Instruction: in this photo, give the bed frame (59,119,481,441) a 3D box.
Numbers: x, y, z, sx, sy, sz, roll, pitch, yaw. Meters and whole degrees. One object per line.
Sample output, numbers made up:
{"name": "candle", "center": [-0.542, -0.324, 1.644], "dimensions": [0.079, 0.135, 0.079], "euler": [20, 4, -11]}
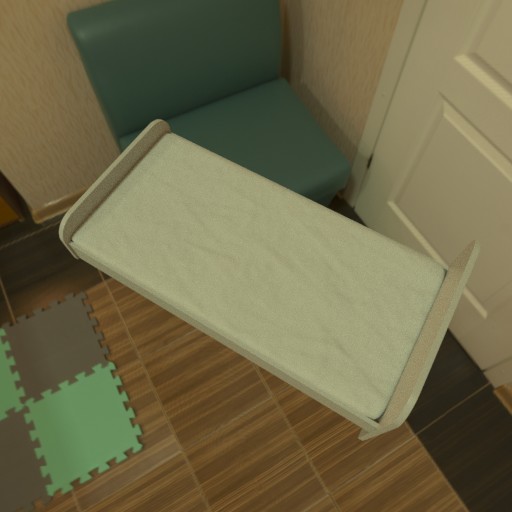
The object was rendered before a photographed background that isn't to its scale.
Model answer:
{"name": "bed frame", "center": [0.000, 0.000, 2.493], "dimensions": [1.963, 0.805, 0.998], "euler": [28, 67, 13]}
